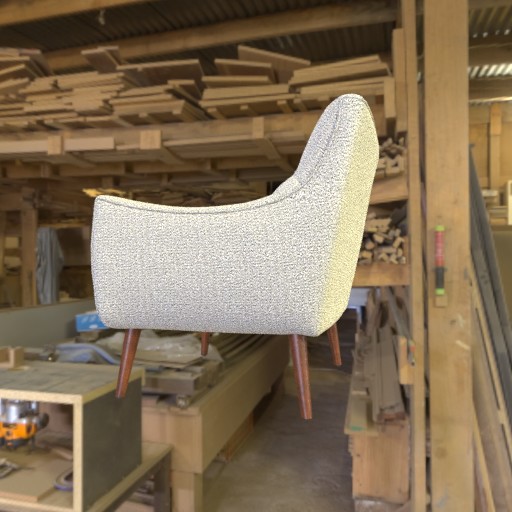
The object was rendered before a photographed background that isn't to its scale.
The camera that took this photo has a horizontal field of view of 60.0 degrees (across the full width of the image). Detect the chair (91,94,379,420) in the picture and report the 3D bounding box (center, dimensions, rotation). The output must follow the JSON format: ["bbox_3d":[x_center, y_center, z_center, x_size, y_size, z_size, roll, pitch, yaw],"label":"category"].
[{"bbox_3d":[0.000,0.000,1.487,0.787,0.838,0.762,0,0,18],"label":"chair"}]
